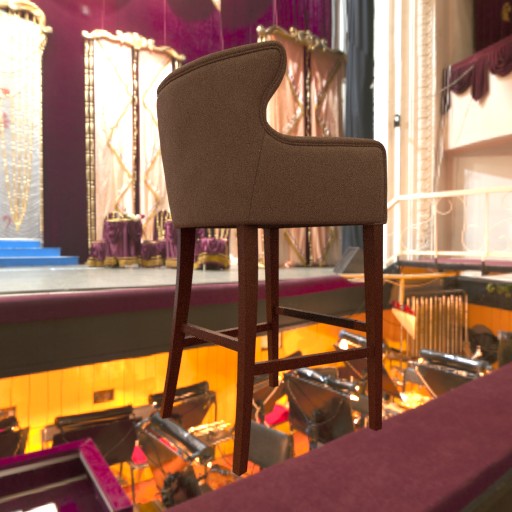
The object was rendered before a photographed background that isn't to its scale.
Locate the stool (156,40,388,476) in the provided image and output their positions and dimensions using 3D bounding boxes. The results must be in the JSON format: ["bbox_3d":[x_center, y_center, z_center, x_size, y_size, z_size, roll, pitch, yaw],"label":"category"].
[{"bbox_3d":[0.000,0.000,1.372,0.575,1.047,0.575,-1,2,-36],"label":"stool"}]
